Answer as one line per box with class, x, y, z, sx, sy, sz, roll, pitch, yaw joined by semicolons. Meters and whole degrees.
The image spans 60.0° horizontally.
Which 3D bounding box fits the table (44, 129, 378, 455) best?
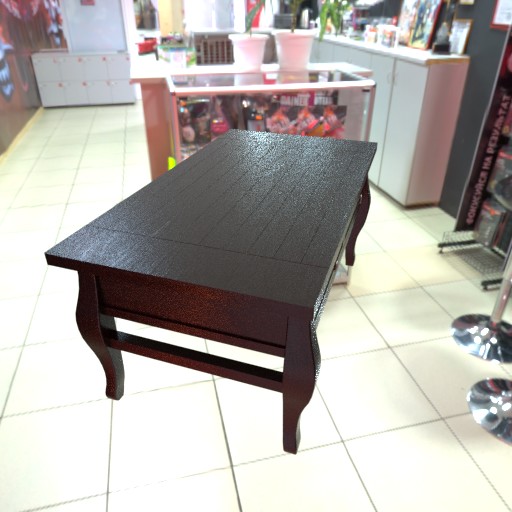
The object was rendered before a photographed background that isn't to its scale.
table;0.000;0.000;1.413;0.600;0.494;1.062;10;32;16
